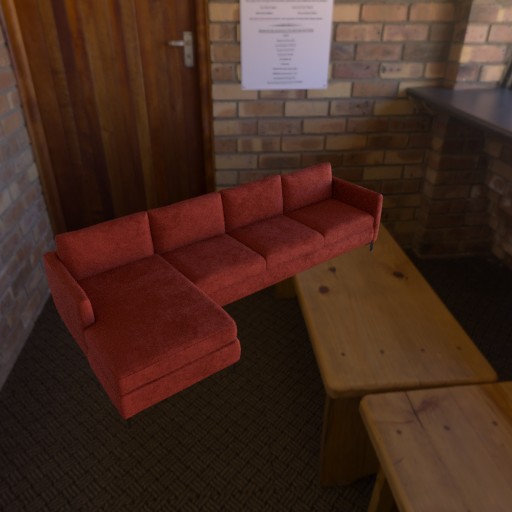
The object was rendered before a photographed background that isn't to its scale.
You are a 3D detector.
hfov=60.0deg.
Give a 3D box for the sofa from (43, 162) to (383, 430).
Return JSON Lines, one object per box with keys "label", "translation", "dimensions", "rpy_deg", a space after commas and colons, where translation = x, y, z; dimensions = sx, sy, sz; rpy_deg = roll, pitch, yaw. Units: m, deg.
{"label": "sofa", "translation": [0.000, 0.000, 3.024], "dimensions": [2.467, 0.663, 1.136], "rpy_deg": [-21, 36, -32]}
